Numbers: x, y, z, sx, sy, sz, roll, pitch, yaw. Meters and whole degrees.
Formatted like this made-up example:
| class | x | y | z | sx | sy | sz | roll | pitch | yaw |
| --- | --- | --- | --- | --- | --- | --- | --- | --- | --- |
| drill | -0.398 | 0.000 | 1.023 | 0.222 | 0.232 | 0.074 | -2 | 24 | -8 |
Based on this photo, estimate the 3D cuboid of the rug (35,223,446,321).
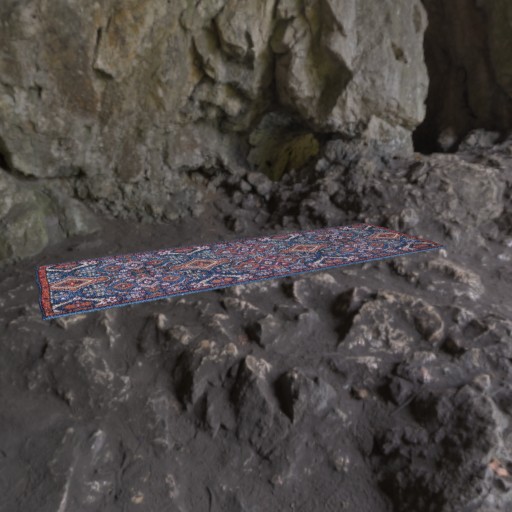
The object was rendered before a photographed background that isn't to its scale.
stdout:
| class | x | y | z | sx | sy | sz | roll | pitch | yaw |
| --- | --- | --- | --- | --- | --- | --- | --- | --- | --- |
| rug | 0.000 | 0.000 | 2.750 | 2.459 | 0.010 | 0.801 | -9 | 19 | -26 |
